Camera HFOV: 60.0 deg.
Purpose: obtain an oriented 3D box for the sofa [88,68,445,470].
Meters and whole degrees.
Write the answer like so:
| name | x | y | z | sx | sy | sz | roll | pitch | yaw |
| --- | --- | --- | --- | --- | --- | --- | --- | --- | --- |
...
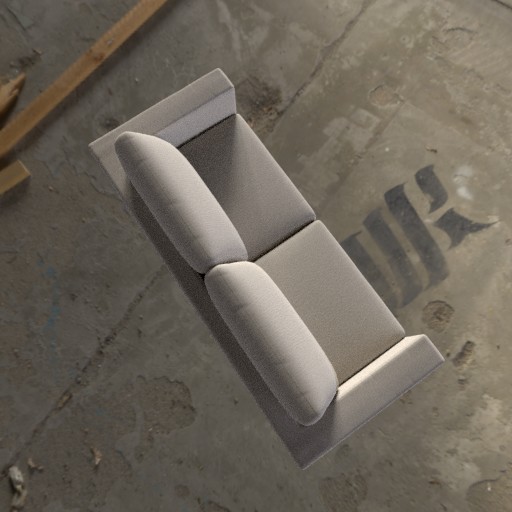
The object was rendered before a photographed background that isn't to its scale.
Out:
| name | x | y | z | sx | sy | sz | roll | pitch | yaw |
| --- | --- | --- | --- | --- | --- | --- | --- | --- | --- |
| sofa | 0.000 | 0.000 | 2.643 | 0.954 | 0.881 | 2.163 | -34 | 79 | -8 |
